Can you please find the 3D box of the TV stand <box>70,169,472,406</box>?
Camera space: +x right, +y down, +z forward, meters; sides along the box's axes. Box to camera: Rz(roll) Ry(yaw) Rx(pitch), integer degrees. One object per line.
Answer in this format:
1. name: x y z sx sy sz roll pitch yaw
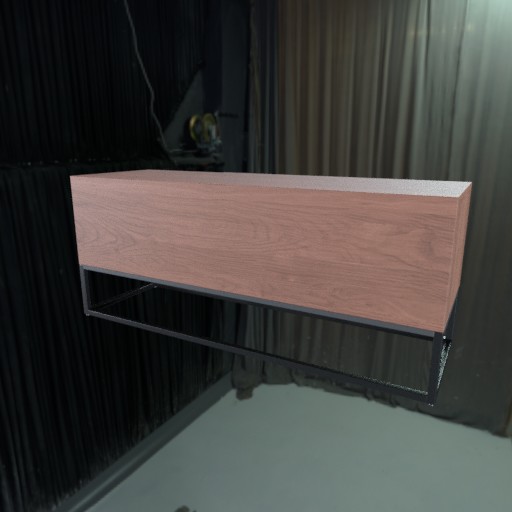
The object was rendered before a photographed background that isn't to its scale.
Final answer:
1. TV stand: 0.000 0.000 1.448 1.200 0.500 0.415 8 17 28
